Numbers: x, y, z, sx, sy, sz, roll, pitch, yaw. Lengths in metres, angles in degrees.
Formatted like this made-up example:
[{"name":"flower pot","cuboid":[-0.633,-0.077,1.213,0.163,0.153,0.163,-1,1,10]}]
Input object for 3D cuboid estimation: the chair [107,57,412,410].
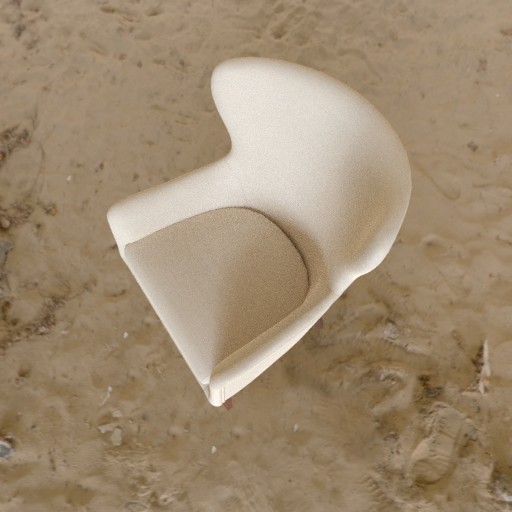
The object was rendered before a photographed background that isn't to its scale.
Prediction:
[{"name":"chair","cuboid":[0.000,0.000,1.477,0.744,0.990,0.696,-31,68,-15]}]
